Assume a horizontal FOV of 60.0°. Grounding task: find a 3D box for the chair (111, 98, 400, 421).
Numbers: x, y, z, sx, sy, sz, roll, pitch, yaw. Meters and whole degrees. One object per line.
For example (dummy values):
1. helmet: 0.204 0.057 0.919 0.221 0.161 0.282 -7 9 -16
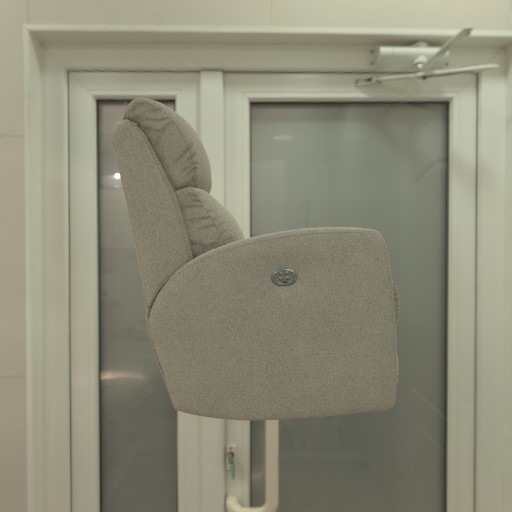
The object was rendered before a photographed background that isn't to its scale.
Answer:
1. chair: 0.000 0.000 1.701 0.940 1.021 0.794 0 1 -1
